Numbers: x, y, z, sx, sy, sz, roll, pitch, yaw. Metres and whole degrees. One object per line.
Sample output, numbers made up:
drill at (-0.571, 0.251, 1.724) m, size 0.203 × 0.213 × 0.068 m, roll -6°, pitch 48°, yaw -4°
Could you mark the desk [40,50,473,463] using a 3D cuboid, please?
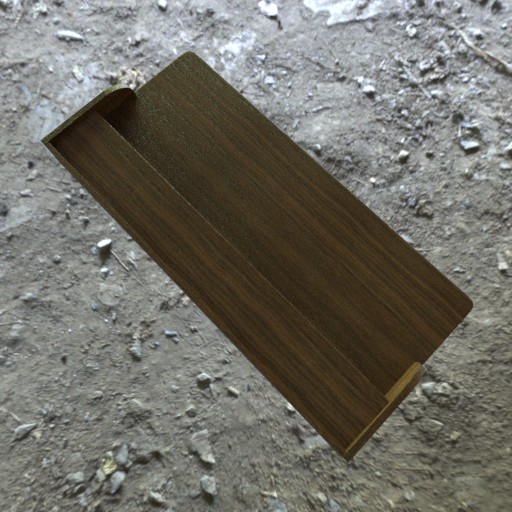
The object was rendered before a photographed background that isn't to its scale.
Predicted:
desk at (0.000, 0.000, 1.626) m, size 0.565 × 0.854 × 1.200 m, roll -44°, pitch 79°, yaw -10°
